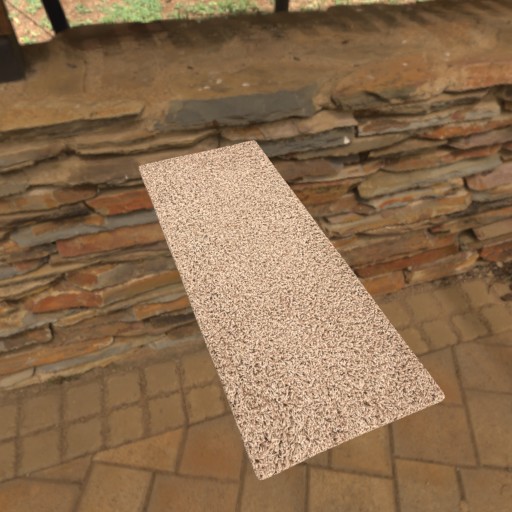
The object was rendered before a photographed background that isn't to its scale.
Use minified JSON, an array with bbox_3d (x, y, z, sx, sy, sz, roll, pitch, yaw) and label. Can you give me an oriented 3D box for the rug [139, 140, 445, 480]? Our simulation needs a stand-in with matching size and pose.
[{"bbox_3d":[0.000,0.000,1.733,0.609,0.030,1.524,-16,49,-15],"label":"rug"}]
